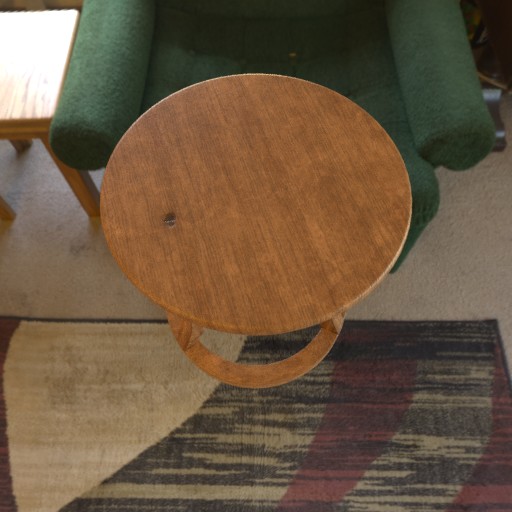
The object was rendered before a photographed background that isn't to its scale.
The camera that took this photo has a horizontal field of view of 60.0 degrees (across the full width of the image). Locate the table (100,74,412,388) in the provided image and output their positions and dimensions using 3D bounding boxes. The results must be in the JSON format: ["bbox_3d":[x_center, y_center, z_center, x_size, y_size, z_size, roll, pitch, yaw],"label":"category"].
[{"bbox_3d":[0.000,0.000,0.820,0.432,0.460,0.432,0,63,0],"label":"table"}]
